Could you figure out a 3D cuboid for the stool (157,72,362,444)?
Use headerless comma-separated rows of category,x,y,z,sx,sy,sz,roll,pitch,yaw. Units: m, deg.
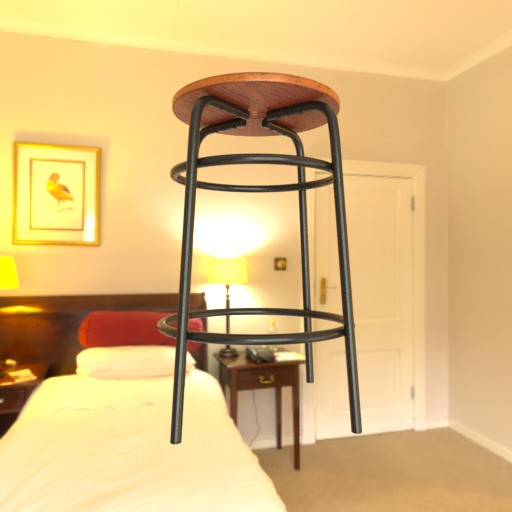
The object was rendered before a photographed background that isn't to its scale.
stool,0.000,0.000,0.900,0.455,0.610,0.455,0,0,37
